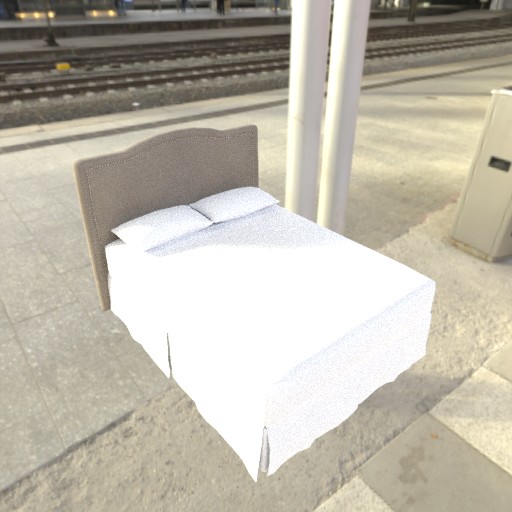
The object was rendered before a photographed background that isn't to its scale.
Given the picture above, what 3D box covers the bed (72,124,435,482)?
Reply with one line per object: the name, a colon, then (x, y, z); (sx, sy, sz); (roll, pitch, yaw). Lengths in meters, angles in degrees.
bed: (0.000, 0.000, 3.262); (1.744, 1.441, 2.128); (-23, 38, -33)
